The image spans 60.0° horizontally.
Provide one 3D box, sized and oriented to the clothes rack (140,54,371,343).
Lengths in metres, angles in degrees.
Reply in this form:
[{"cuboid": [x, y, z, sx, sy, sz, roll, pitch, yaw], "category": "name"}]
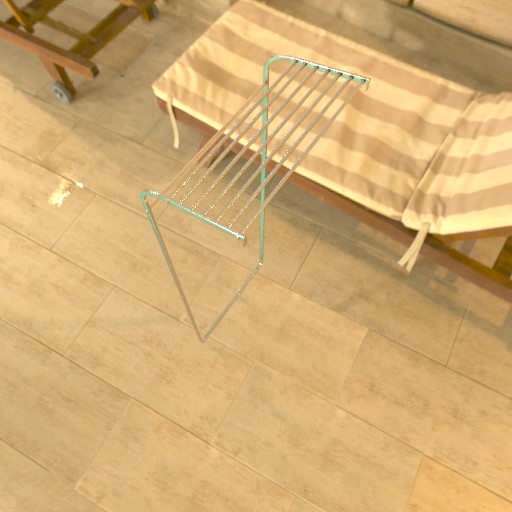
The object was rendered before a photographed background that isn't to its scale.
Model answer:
[{"cuboid": [0.000, 0.000, 1.846, 0.349, 1.574, 0.609, 31, 68, 15], "category": "clothes rack"}]
